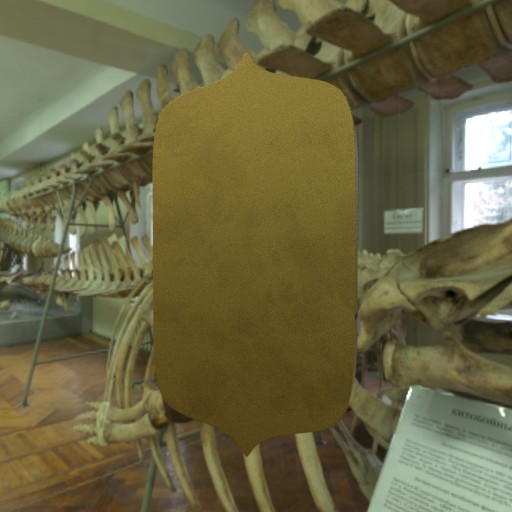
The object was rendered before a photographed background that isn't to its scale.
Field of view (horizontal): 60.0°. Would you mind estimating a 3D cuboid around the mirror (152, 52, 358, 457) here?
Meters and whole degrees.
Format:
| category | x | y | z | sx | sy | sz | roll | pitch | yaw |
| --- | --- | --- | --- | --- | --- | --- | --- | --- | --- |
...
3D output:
| category | x | y | z | sx | sy | sz | roll | pitch | yaw |
| --- | --- | --- | --- | --- | --- | --- | --- | --- | --- |
| mirror | 0.000 | 0.000 | 0.716 | 0.323 | 0.613 | 0.096 | 0 | 1 | 17 |
